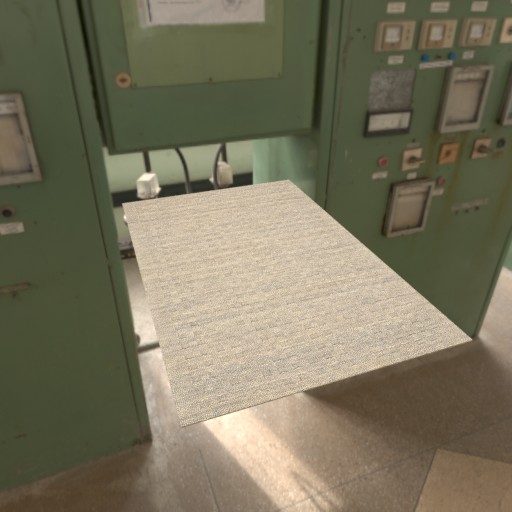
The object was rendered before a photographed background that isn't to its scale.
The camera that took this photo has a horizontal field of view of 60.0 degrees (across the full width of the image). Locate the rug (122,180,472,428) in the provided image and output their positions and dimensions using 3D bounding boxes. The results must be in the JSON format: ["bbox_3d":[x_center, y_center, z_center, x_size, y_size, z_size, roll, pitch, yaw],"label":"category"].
[{"bbox_3d":[0.000,0.000,2.249,1.142,0.006,1.752,-11,33,-17],"label":"rug"}]
